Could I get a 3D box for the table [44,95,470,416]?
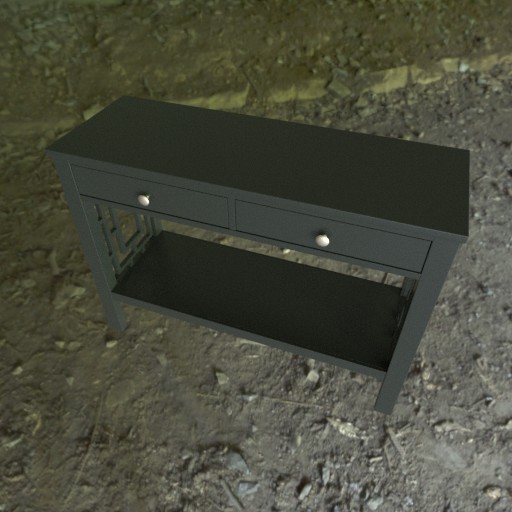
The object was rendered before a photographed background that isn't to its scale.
[{"bbox_3d":[0.000,0.000,1.428,1.068,0.753,0.397,14,44,15],"label":"table"}]
